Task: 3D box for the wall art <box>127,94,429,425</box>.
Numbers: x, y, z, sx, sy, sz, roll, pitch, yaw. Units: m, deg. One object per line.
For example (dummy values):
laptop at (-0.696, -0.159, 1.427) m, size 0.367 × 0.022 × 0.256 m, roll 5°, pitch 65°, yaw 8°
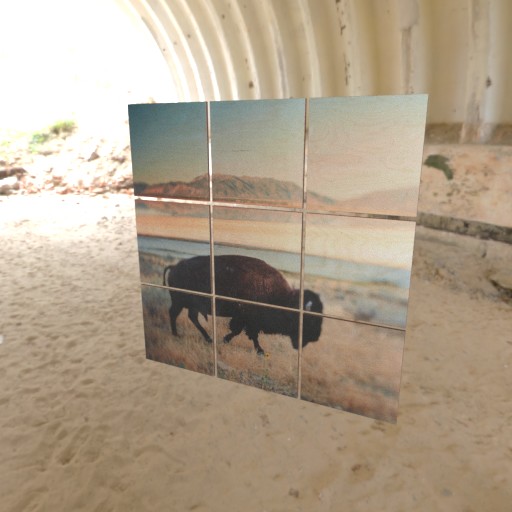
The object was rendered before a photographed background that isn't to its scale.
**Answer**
wall art at (0.000, 0.000, 1.829) m, size 1.221 × 1.218 × 0.019 m, roll 7°, pitch 17°, yaw 25°
